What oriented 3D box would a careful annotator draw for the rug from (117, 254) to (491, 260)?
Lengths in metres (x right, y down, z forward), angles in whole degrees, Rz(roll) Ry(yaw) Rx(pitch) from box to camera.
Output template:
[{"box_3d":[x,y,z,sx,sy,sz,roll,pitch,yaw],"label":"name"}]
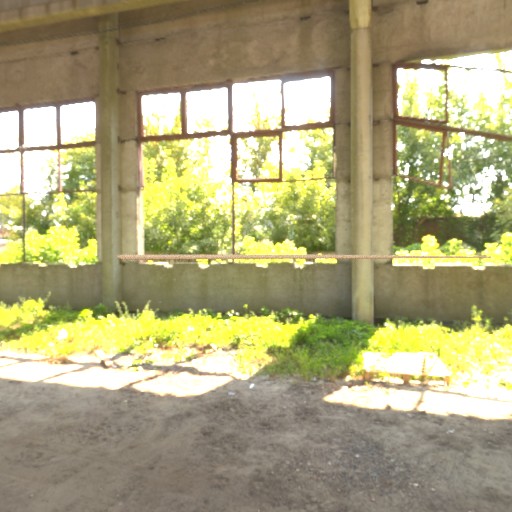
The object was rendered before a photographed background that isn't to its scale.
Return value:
[{"box_3d":[0.000,0.000,4.081,2.439,0.013,3.048,0,0,-18],"label":"rug"}]
